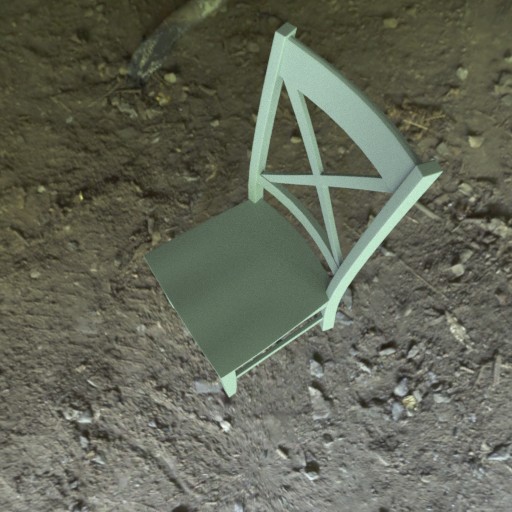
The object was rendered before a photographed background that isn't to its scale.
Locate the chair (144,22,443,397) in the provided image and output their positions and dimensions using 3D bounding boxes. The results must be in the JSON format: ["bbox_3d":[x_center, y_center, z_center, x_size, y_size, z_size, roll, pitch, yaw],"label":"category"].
[{"bbox_3d":[0.000,0.000,1.277,0.542,0.983,0.485,-32,69,-14],"label":"chair"}]
